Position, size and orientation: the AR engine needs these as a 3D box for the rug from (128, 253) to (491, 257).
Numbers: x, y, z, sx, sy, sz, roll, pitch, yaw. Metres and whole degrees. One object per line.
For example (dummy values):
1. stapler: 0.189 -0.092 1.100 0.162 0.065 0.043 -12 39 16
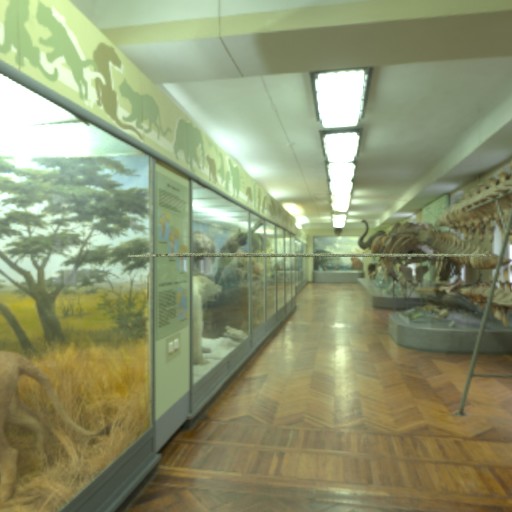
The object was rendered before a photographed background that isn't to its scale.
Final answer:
1. rug: 0.000 0.000 4.740 2.393 0.019 3.824 0 0 -20
